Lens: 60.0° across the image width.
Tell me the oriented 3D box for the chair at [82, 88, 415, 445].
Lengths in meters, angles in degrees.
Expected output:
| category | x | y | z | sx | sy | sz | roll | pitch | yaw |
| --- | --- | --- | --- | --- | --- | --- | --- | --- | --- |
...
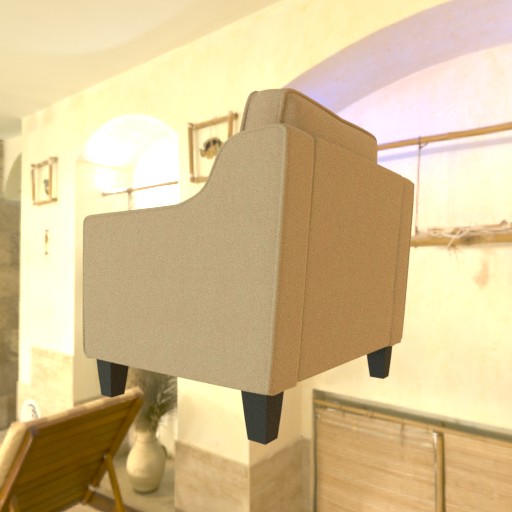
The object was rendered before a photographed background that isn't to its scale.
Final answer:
| category | x | y | z | sx | sy | sz | roll | pitch | yaw |
| --- | --- | --- | --- | --- | --- | --- | --- | --- | --- |
| chair | 0.000 | 0.000 | 1.639 | 0.882 | 0.948 | 0.922 | -1 | -1 | 37 |
